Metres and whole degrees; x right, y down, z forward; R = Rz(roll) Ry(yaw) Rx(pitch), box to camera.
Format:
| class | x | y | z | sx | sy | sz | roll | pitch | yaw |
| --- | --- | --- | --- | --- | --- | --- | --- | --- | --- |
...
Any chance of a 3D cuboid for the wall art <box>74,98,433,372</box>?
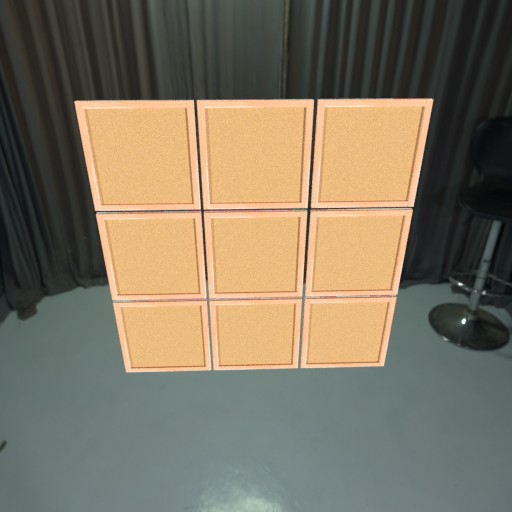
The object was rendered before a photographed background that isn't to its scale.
| class | x | y | z | sx | sy | sz | roll | pitch | yaw |
| --- | --- | --- | --- | --- | --- | --- | --- | --- | --- |
| wall art | 0.000 | 0.000 | 1.350 | 0.911 | 0.910 | 0.012 | -1 | 29 | -2 |
